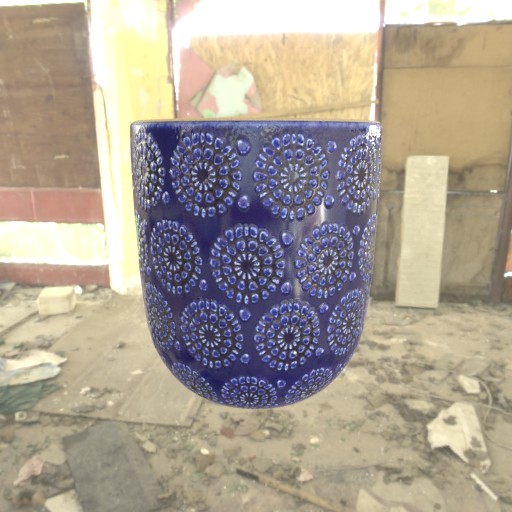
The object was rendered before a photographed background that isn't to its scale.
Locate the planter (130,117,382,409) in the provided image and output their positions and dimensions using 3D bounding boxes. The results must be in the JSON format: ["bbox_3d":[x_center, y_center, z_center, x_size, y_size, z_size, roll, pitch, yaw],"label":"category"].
[{"bbox_3d":[0.000,0.000,0.357,0.184,0.206,0.184,0,15,0],"label":"planter"}]
